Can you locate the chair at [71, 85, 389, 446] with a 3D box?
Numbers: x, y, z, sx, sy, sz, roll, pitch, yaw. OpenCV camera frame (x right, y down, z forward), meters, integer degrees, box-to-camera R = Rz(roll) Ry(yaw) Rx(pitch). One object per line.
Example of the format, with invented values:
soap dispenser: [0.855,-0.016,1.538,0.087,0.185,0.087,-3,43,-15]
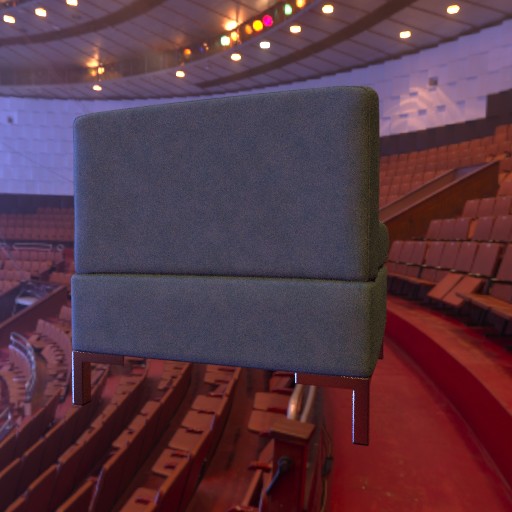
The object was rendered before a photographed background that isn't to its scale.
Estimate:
chair: [0.000,0.000,1.202,0.684,0.660,0.685,1,2,18]
